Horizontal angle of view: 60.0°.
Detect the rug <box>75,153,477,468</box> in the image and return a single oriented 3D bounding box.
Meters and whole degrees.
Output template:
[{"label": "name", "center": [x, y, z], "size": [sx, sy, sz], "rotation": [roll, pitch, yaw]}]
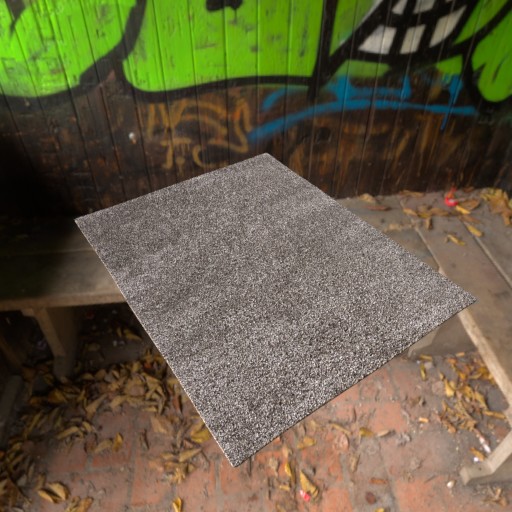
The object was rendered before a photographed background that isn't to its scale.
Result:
[{"label": "rug", "center": [0.000, 0.000, 4.090], "size": [2.401, 0.025, 3.000], "rotation": [-25, 47, -25]}]
